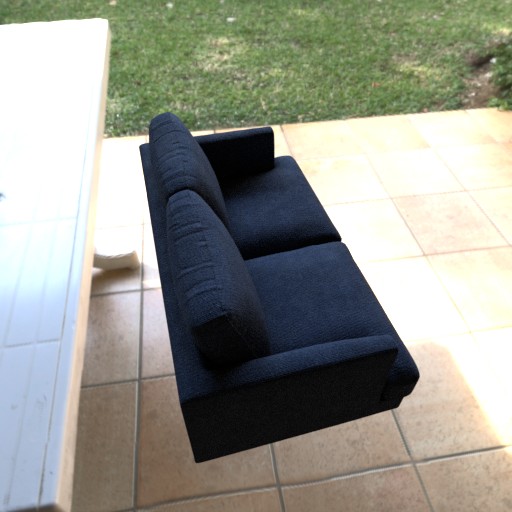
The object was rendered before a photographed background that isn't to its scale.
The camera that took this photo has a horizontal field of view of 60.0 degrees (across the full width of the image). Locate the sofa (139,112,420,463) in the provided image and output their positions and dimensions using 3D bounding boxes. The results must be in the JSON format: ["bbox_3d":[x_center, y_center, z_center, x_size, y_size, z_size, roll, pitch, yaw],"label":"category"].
[{"bbox_3d":[0.000,0.000,2.118,0.903,0.944,1.582,-11,47,-11],"label":"sofa"}]
